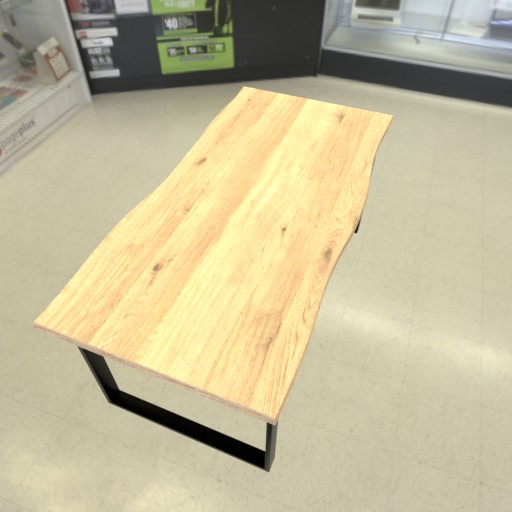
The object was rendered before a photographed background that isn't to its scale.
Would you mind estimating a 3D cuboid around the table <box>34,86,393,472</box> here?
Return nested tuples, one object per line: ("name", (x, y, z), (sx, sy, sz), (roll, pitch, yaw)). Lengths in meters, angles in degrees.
("table", (0.000, 0.000, 2.202), (0.900, 0.780, 1.800), (17, 49, 15))
